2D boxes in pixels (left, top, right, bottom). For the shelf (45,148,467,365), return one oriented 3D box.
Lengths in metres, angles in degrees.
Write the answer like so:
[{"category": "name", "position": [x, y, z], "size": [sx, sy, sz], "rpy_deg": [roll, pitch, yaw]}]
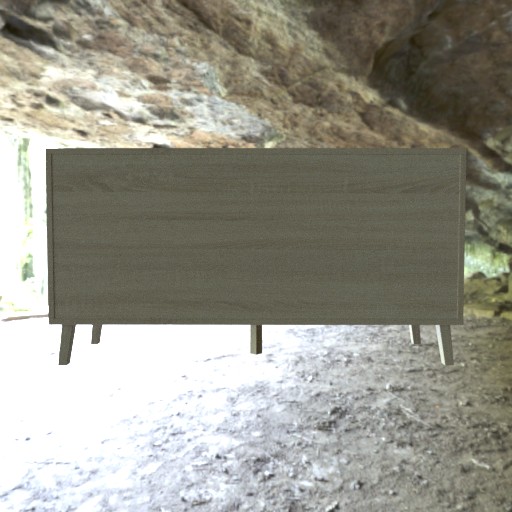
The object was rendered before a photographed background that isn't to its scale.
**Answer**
[{"category": "shelf", "position": [0.000, 0.000, 1.781], "size": [1.490, 0.780, 0.400], "rpy_deg": [0, 2, 0]}]
